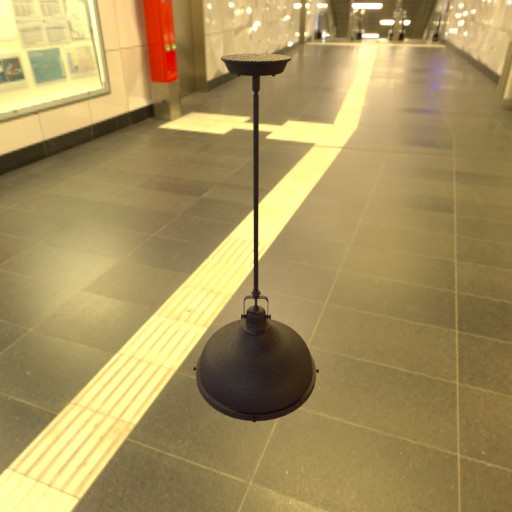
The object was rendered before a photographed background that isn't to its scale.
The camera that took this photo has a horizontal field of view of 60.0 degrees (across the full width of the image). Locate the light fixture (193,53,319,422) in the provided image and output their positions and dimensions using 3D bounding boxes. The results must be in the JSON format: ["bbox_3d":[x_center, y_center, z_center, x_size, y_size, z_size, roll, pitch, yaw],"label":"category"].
[{"bbox_3d":[0.000,0.000,1.032,0.341,0.849,0.341,1,30,1],"label":"light fixture"}]
